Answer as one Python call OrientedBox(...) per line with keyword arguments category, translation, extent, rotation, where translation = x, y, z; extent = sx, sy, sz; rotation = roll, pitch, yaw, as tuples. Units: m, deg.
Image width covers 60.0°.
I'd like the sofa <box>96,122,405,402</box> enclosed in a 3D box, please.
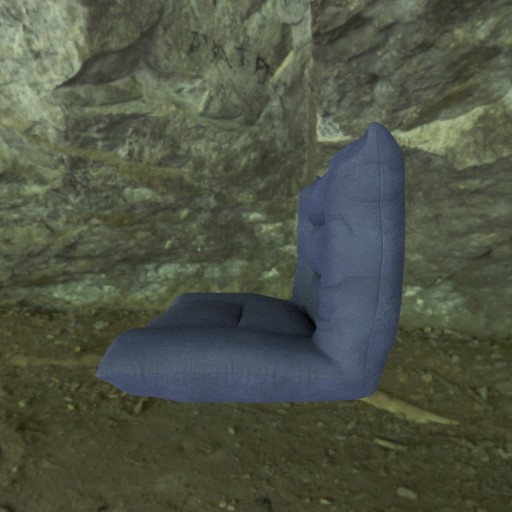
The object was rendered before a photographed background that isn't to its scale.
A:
OrientedBox(category="sofa", translation=(0.000, 0.000, 1.689), extent=(0.849, 0.778, 1.122), rotation=(0, 2, 0))
